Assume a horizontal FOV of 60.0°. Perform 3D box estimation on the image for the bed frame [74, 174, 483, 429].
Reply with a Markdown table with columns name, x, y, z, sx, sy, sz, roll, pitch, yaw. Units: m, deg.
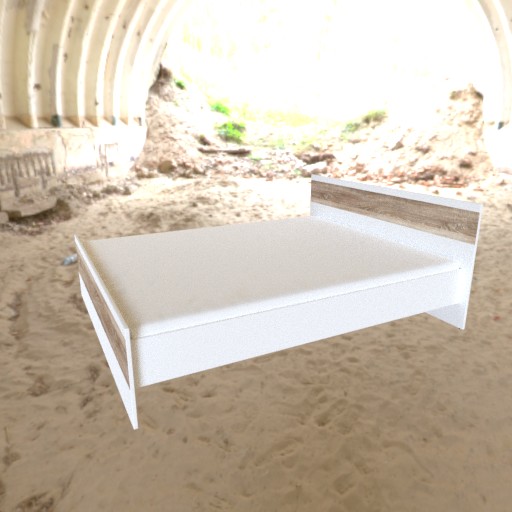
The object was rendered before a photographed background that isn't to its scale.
| name | x | y | z | sx | sy | sz | roll | pitch | yaw |
| --- | --- | --- | --- | --- | --- | --- | --- | --- | --- |
| bed frame | 0.000 | 0.000 | 2.946 | 2.060 | 0.800 | 1.720 | -9 | 19 | -26 |
